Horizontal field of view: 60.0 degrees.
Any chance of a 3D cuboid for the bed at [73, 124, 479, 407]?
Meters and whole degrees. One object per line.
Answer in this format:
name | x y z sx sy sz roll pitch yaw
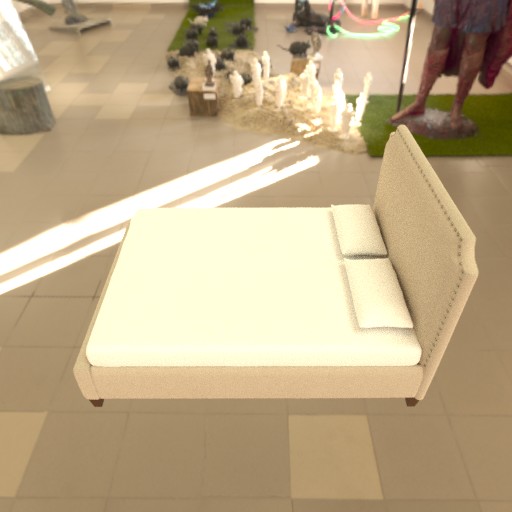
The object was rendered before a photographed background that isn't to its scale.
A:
bed | 0.000 0.000 3.317 2.372 1.443 1.713 0 40 0
